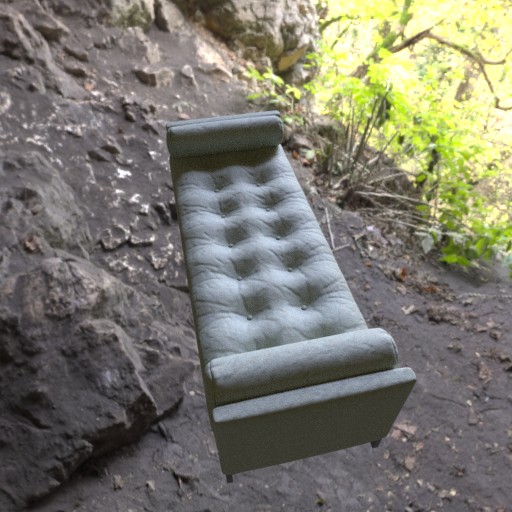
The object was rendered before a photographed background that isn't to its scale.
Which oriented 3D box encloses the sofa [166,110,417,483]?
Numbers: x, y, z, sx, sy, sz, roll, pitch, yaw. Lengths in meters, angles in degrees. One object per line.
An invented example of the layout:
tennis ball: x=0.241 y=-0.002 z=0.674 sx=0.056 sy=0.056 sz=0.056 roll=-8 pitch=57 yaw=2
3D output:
sofa: x=0.000 y=0.000 z=2.500 sx=0.796 sy=0.705 sz=2.102 roll=-9 pitch=47 yaw=-9
